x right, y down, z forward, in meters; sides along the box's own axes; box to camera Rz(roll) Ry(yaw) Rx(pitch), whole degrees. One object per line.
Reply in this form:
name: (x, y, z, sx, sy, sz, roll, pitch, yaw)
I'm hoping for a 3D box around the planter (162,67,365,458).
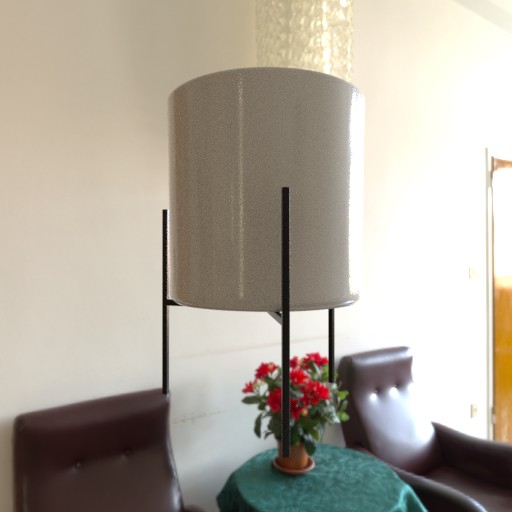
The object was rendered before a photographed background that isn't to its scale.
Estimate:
planter: (0.000, 0.000, 0.644, 0.308, 0.431, 0.307, 0, 0, 19)
